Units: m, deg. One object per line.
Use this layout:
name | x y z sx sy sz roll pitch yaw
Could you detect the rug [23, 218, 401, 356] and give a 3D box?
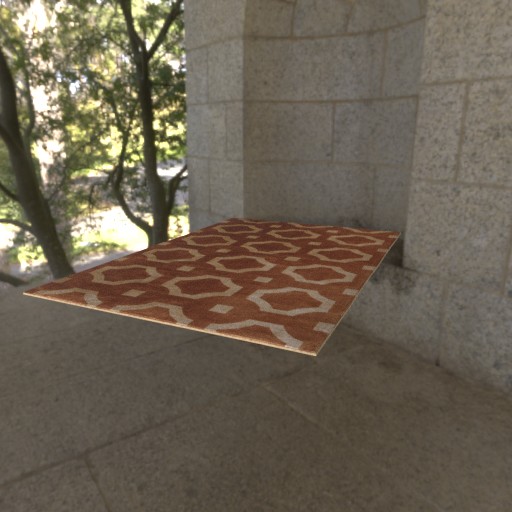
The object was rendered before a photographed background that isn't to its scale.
rug | 0.000 0.000 2.940 1.555 0.016 2.286 7 17 24
